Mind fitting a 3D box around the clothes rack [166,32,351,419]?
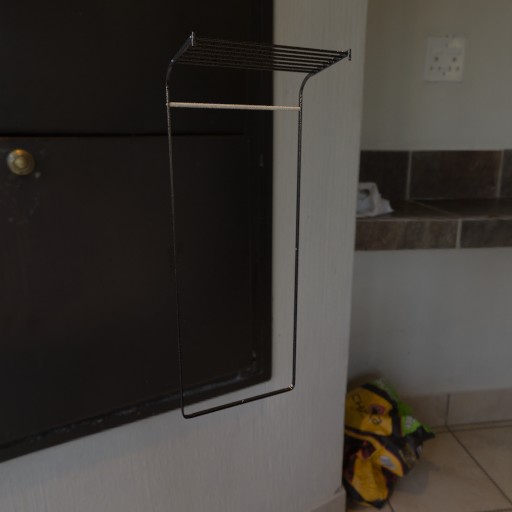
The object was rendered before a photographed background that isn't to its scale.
[{"bbox_3d":[0.000,0.000,1.839,0.609,1.574,0.349,-7,16,-25],"label":"clothes rack"}]
